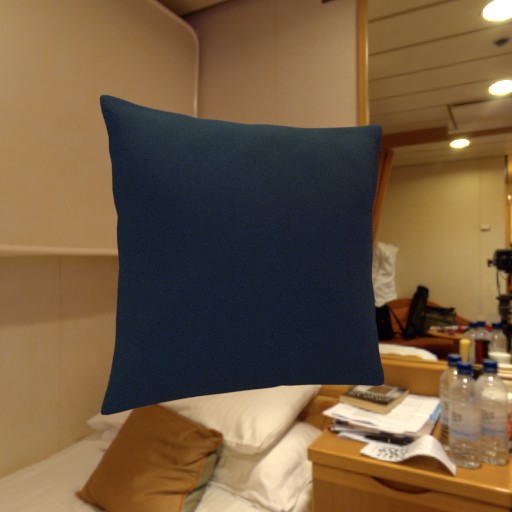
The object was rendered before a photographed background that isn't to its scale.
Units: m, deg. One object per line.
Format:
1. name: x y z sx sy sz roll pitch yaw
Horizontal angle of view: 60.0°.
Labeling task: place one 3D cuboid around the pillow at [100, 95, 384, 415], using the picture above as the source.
1. pillow: 0.000 0.000 0.784 0.523 0.510 0.166 0 -1 -17
